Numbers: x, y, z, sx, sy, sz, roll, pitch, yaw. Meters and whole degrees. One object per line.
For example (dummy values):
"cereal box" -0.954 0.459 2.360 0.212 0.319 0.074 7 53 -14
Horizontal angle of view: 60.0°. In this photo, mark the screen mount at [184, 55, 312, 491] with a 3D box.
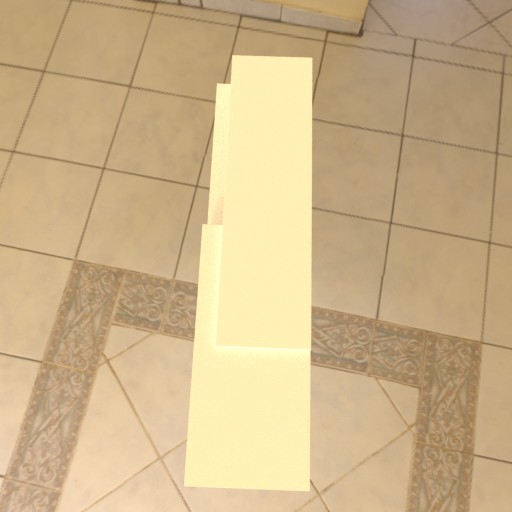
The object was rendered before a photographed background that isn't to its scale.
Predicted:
"screen mount" 0.000 0.000 1.829 0.420 0.320 1.680 2 75 1
